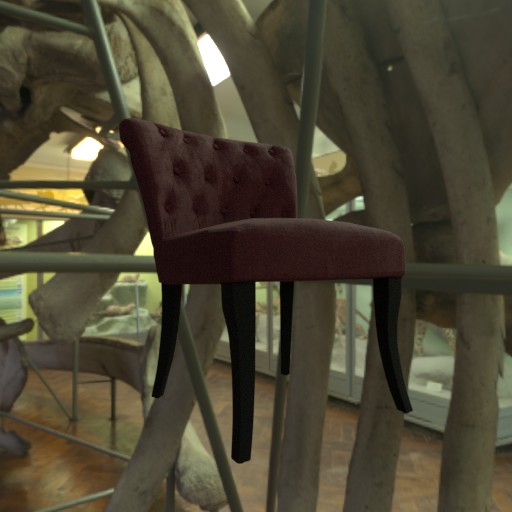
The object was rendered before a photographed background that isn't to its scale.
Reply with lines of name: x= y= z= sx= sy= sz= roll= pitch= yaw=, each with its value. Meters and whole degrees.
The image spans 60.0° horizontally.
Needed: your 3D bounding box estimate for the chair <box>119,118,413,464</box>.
chair: x=0.000 y=0.000 z=1.167 sx=0.582 sy=0.750 sz=0.605 roll=1 pitch=-1 yaw=-34
